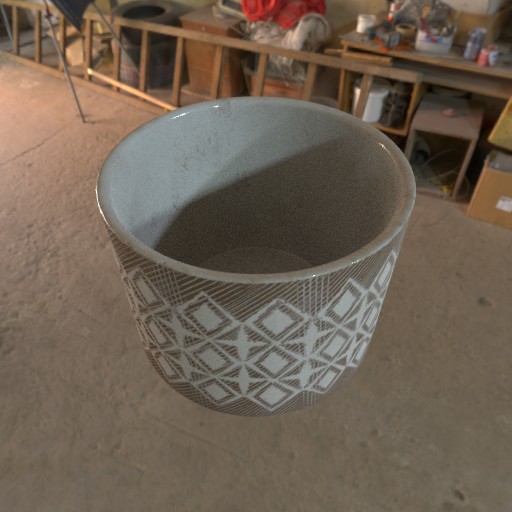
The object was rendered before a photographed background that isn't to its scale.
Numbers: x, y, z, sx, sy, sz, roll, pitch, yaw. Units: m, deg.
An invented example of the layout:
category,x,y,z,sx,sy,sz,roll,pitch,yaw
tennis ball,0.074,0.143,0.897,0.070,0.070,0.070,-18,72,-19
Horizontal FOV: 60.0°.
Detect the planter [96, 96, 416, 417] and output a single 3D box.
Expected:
category,x,y,z,sx,sy,sz,roll,pitch,yaw
planter,0.000,0.000,0.217,0.126,0.104,0.126,0,45,0
